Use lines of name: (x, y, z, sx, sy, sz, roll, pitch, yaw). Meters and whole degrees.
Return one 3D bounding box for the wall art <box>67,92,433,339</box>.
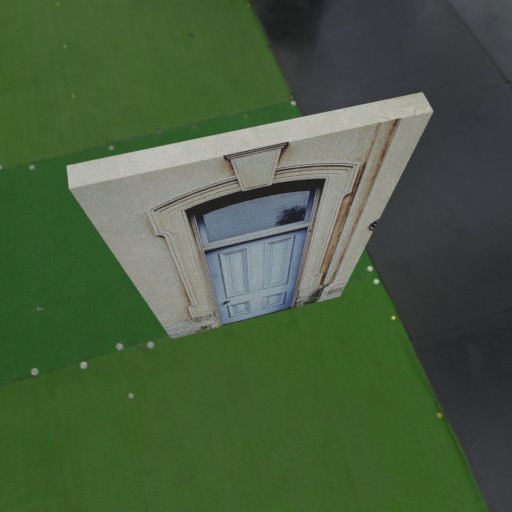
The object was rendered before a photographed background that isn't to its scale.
wall art: (0.000, 0.000, 0.951, 0.508, 0.764, 0.038, -13, 66, -6)
